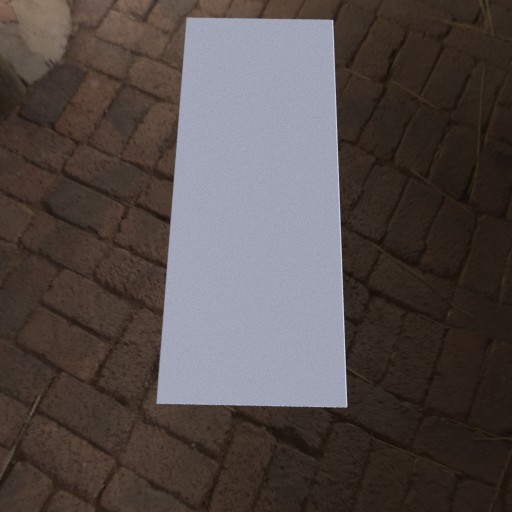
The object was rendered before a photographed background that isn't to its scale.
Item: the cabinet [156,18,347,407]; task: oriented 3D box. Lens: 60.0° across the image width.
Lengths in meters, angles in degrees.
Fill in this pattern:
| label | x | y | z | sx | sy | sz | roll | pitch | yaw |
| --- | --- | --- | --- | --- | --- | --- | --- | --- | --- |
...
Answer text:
| label | x | y | z | sx | sy | sz | roll | pitch | yaw |
| --- | --- | --- | --- | --- | --- | --- | --- | --- | --- |
| cabinet | 0.000 | 0.000 | 1.639 | 0.400 | 1.190 | 1.000 | 1 | 74 | 0 |
